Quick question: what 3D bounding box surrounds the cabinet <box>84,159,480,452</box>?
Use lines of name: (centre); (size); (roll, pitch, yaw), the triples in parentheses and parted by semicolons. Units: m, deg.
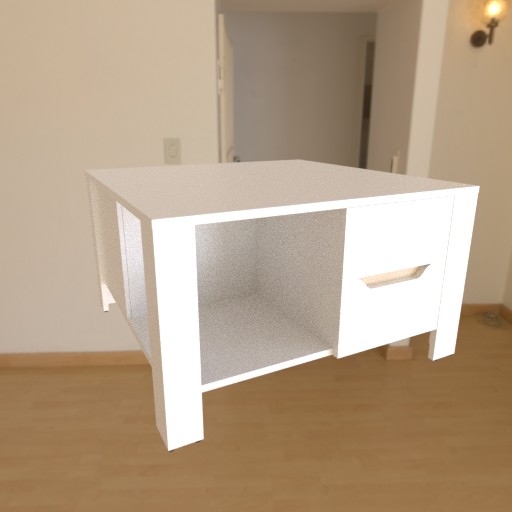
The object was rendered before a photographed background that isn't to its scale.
cabinet: (0.000, 0.000, 1.298); (0.800, 0.460, 0.800); (-9, 19, -26)
